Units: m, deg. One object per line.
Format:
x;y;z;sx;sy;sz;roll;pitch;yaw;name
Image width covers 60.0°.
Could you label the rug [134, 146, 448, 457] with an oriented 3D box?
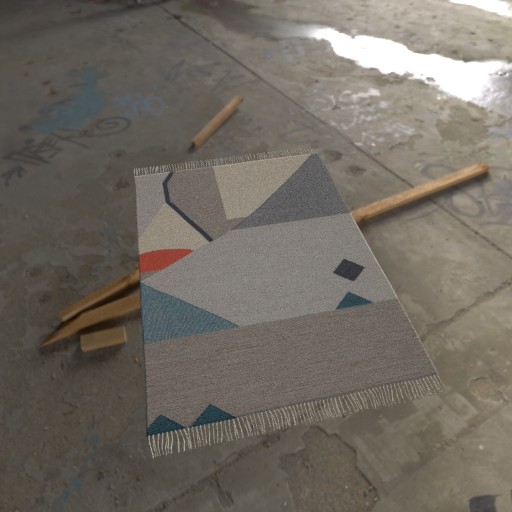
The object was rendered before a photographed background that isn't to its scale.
0.000;0.000;2.331;1.220;0.005;1.828;-9;48;-8;rug
